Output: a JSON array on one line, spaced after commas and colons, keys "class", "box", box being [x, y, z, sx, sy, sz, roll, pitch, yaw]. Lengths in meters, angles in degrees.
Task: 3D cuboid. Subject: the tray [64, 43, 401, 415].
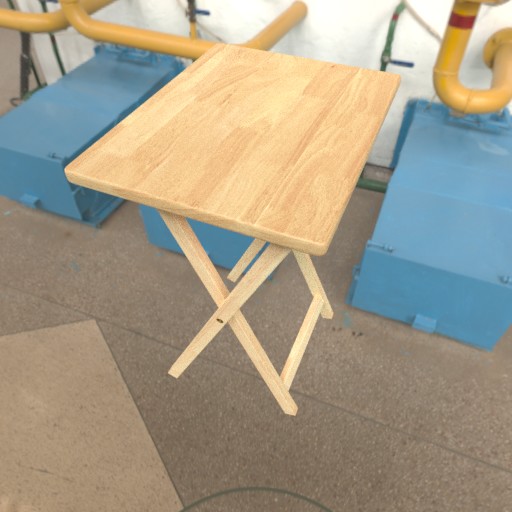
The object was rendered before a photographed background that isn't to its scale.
[{"class": "tray", "box": [0.000, 0.000, 0.953, 0.381, 0.660, 0.483, 17, 49, 16]}]
